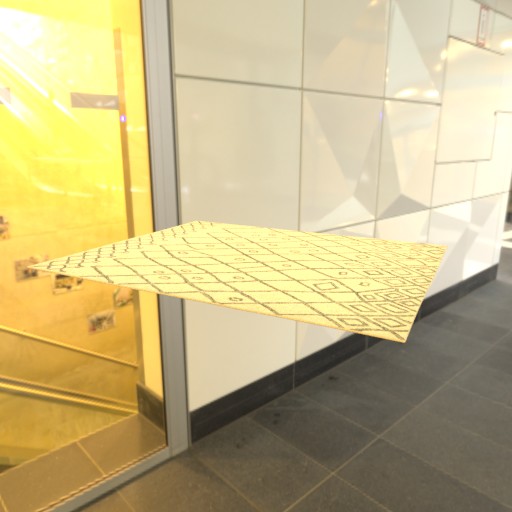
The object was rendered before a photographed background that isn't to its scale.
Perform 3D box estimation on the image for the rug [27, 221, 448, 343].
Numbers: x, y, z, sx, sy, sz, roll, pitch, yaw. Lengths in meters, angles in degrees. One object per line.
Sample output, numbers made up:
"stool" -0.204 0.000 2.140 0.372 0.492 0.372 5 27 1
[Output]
"rug" 0.000 0.000 4.054 3.046 0.015 2.446 8 16 27
